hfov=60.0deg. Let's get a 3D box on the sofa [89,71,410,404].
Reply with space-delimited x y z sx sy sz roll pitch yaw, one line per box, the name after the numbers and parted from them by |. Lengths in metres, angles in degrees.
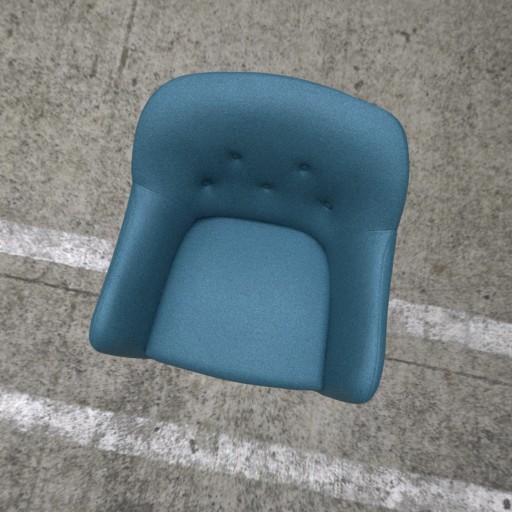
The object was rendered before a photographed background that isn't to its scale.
0.000 0.000 1.487 0.836 0.817 0.825 11 76 3 | sofa
